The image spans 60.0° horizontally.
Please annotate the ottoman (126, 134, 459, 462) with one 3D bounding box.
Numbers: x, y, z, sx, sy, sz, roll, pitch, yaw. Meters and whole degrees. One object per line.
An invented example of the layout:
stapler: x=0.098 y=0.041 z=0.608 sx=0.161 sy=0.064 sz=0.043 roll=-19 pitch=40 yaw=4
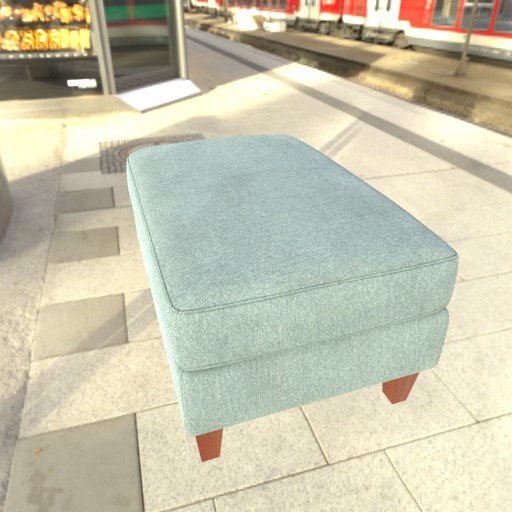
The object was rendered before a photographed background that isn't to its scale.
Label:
ottoman: x=0.000 y=0.000 z=1.196 sx=0.584 sy=0.483 sz=0.864 roll=-10 pitch=32 yaw=-16
